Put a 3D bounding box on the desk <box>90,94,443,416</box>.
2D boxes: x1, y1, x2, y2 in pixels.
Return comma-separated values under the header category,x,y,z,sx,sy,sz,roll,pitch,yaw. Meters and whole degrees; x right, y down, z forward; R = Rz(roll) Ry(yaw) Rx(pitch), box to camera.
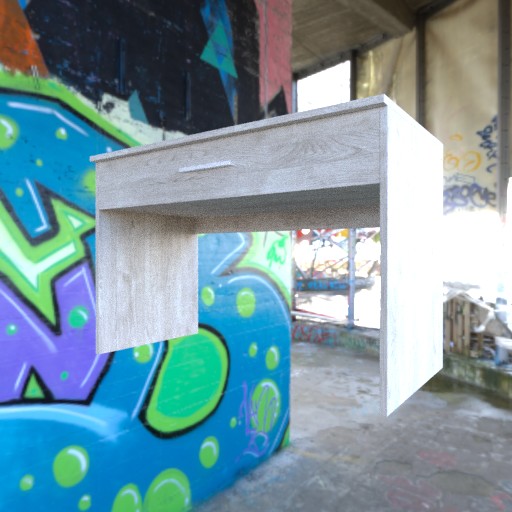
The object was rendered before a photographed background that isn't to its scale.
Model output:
category,x,y,z,sx,sy,sz,roll,pitch,yaw
desk,0.000,0.000,1.538,1.100,0.730,0.560,0,0,35
